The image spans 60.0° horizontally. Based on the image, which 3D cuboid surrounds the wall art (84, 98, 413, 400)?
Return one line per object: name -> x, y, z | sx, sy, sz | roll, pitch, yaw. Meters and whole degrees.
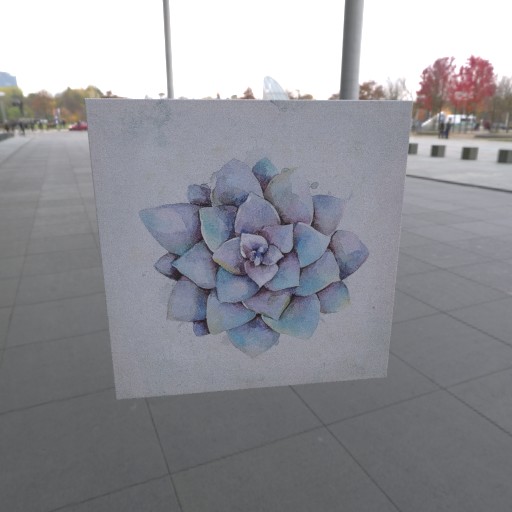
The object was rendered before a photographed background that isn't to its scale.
wall art -> 0.000, 0.000, 1.145 | 0.762, 0.762, 0.038 | -2, 17, -8
